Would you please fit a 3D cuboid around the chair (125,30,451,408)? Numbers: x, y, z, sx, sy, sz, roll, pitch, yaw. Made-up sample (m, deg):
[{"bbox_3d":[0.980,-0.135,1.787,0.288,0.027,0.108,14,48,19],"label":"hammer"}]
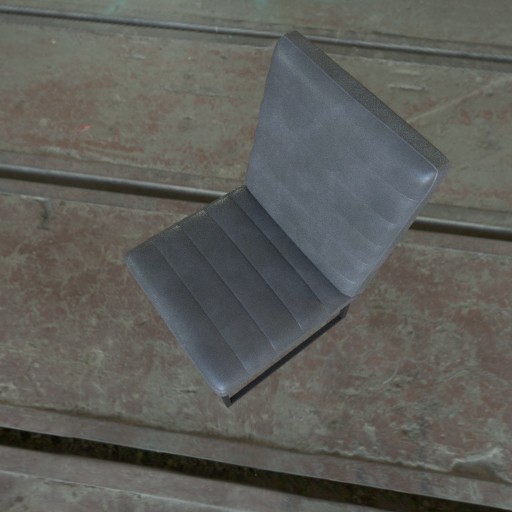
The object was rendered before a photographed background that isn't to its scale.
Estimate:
[{"bbox_3d":[0.000,0.000,1.295,0.634,0.930,0.520,-34,68,-15],"label":"chair"}]
